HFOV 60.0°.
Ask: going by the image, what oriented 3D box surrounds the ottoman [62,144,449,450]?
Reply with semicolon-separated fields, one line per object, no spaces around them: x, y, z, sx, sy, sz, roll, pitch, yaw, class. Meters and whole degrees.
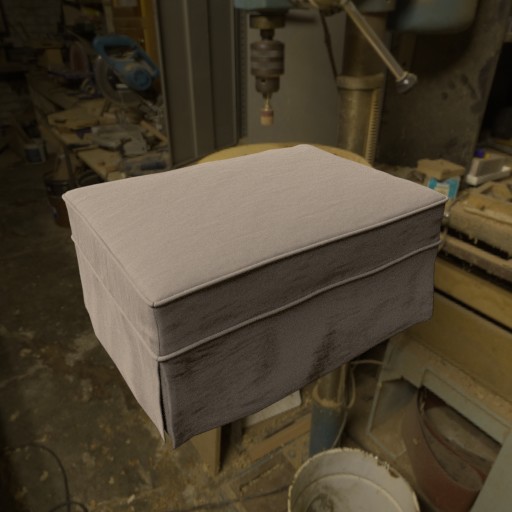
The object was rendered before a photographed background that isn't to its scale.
0.000;0.000;1.341;0.944;0.479;0.703;-19;35;-29;ottoman
